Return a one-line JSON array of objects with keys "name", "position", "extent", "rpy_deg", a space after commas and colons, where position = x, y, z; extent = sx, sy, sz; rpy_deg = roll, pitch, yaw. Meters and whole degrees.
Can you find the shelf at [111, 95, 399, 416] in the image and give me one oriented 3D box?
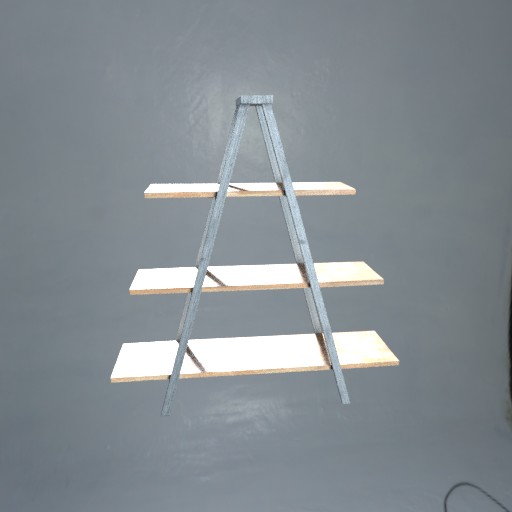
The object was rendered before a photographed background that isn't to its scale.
[{"name": "shelf", "position": [0.000, 0.000, 2.678], "extent": [1.746, 1.808, 0.508], "rpy_deg": [-2, 17, -6]}]
